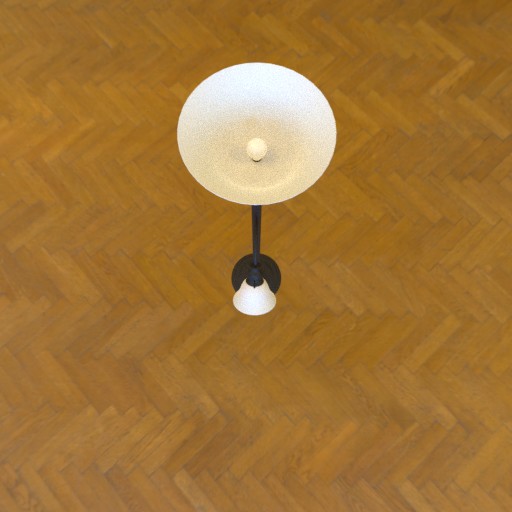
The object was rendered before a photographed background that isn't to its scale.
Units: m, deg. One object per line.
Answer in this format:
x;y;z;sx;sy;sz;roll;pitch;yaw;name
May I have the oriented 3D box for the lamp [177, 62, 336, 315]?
0.000;0.000;1.971;0.405;1.793;0.588;1;75;0;lamp
